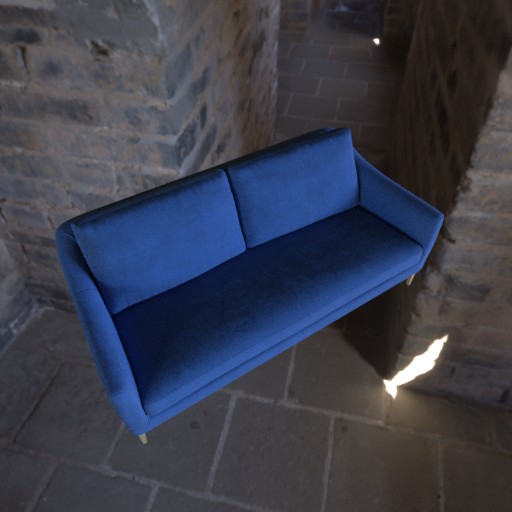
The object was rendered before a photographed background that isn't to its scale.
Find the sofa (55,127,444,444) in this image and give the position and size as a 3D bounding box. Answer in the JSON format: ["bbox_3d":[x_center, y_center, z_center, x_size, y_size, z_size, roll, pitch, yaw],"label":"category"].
[{"bbox_3d":[0.000,0.000,2.548,2.036,0.903,0.960,-25,50,-23],"label":"sofa"}]
